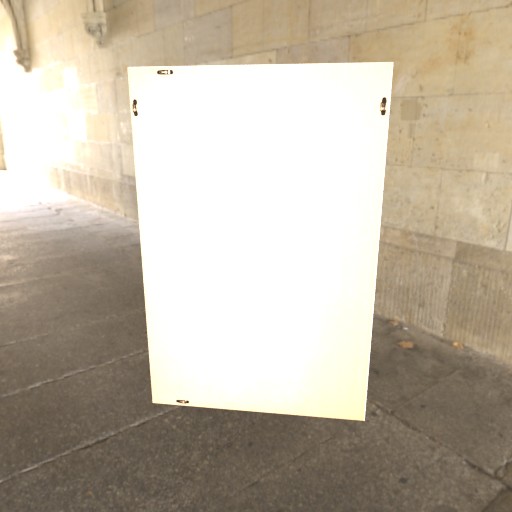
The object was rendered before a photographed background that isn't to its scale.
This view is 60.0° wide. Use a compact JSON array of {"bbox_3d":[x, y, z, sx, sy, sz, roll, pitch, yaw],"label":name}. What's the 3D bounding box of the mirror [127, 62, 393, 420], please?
[{"bbox_3d":[0.000,0.000,1.151,0.609,0.915,0.041,2,16,8],"label":"mirror"}]
